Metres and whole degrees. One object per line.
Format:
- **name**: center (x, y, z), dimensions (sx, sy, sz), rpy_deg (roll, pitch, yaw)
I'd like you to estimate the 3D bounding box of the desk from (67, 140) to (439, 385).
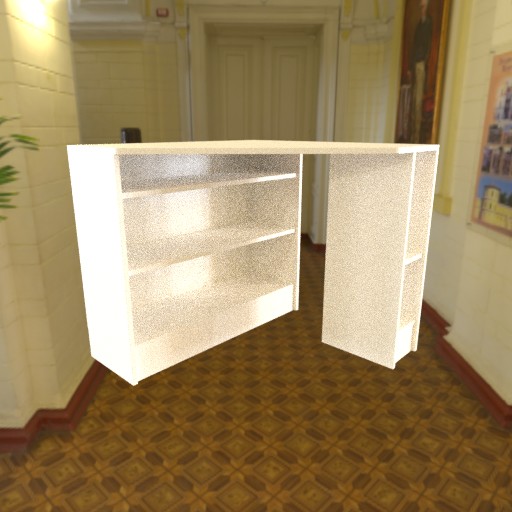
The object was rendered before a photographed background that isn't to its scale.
- **desk**: center (0.000, 0.000, 1.683), dimensions (0.926, 0.818, 0.940), rpy_deg (15, 22, 41)
